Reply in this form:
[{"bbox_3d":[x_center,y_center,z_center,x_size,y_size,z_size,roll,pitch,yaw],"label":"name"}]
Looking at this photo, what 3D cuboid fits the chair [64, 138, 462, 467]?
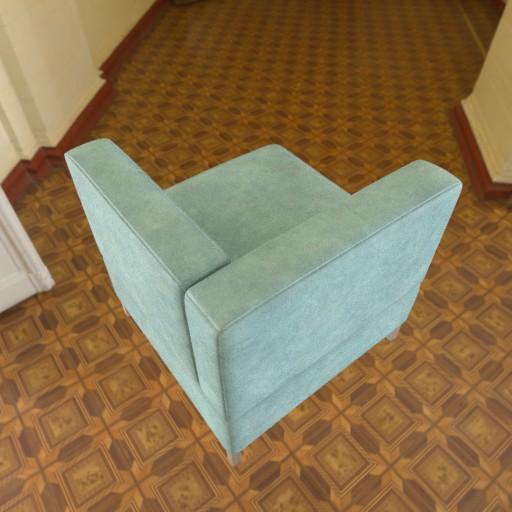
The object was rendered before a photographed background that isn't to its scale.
[{"bbox_3d":[0.000,0.000,1.242,0.691,0.660,0.684,-30,54,-25],"label":"chair"}]
